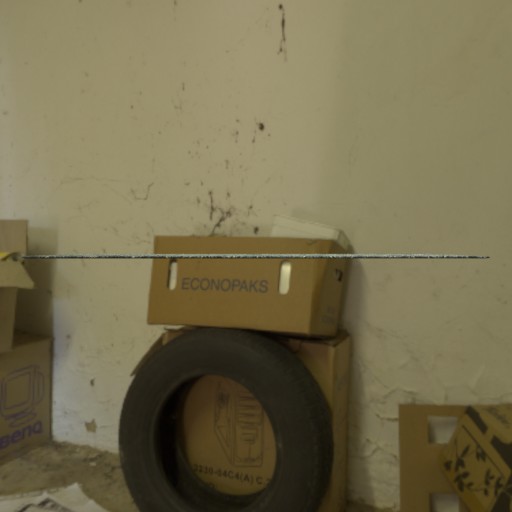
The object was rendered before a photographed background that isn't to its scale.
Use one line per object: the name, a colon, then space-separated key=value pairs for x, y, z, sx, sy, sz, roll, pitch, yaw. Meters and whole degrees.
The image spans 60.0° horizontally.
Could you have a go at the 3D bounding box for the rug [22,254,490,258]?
rug: x=0.000 y=0.000 z=2.517 sx=2.306 sy=0.013 sz=0.719 roll=0 pitch=1 yaw=-1
